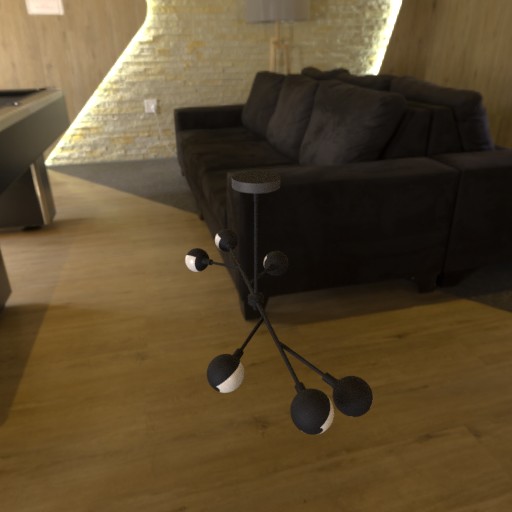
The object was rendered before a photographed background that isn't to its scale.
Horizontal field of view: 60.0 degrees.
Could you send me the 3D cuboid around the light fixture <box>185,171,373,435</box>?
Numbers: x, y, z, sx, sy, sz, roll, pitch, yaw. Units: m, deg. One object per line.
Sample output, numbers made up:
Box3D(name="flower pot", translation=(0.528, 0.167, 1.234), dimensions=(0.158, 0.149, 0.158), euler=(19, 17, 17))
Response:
Box3D(name="light fixture", translation=(0.000, 0.000, 0.995), dimensions=(0.434, 0.362, 0.778), euler=(1, 25, 1))
